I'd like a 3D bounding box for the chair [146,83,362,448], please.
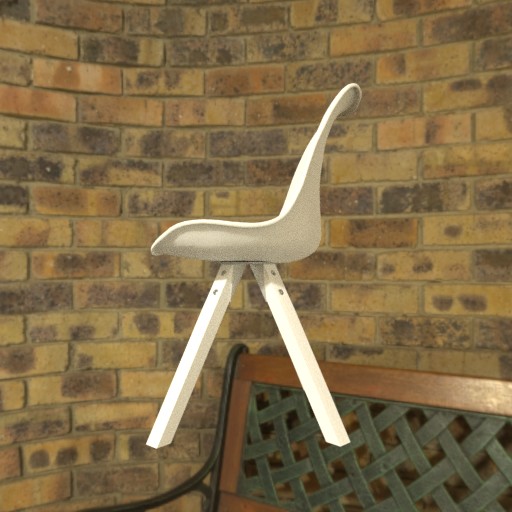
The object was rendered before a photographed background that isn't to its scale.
[{"bbox_3d":[0.000,0.000,1.199,0.550,0.850,0.485,0,-1,-1],"label":"chair"}]
